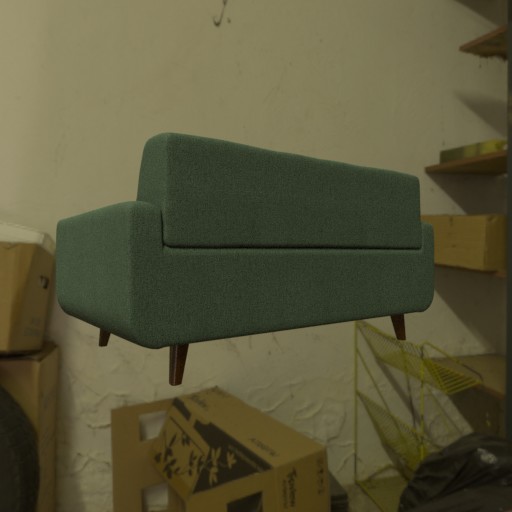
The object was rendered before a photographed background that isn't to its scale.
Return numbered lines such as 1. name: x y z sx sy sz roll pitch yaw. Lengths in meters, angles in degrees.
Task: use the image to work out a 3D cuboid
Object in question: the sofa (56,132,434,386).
1. sofa: 0.000 0.000 2.153 1.631 0.841 0.909 0 1 -37
